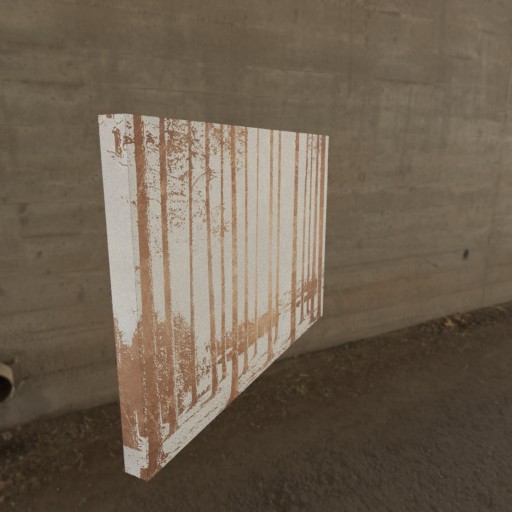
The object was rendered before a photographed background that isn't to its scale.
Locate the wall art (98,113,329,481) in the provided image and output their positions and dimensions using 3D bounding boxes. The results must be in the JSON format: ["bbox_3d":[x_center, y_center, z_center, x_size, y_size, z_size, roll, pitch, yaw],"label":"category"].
[{"bbox_3d":[0.000,0.000,0.736,0.035,0.405,0.609,7,15,27],"label":"wall art"}]
